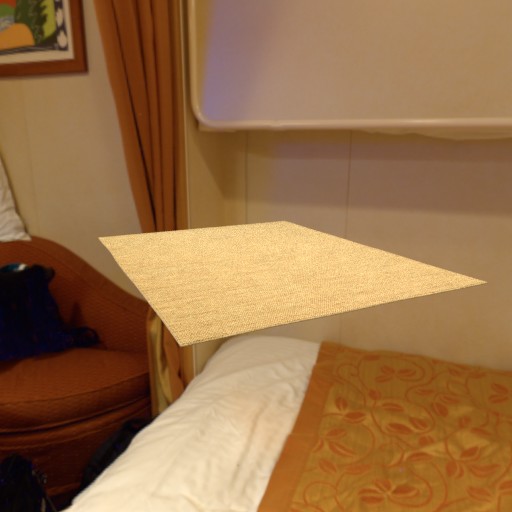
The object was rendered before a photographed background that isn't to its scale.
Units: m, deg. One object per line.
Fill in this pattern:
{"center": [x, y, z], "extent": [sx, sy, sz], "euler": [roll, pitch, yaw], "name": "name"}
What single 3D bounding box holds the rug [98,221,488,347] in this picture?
{"center": [0.000, 0.000, 4.142], "extent": [2.406, 0.012, 3.034], "euler": [-7, 16, -26], "name": "rug"}
